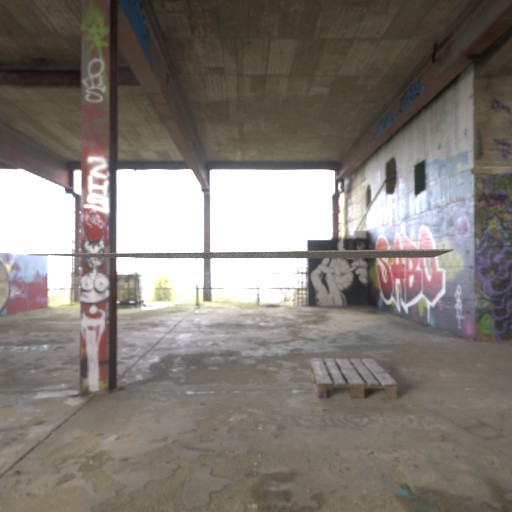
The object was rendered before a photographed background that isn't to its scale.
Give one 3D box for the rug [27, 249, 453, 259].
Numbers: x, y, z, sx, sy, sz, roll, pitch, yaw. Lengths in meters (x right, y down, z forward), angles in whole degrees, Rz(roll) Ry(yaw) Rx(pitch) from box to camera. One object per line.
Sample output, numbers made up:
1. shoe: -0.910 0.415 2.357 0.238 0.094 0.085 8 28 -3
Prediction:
1. rug: 0.000 0.000 3.745 2.890 0.013 2.005 0 -1 19
